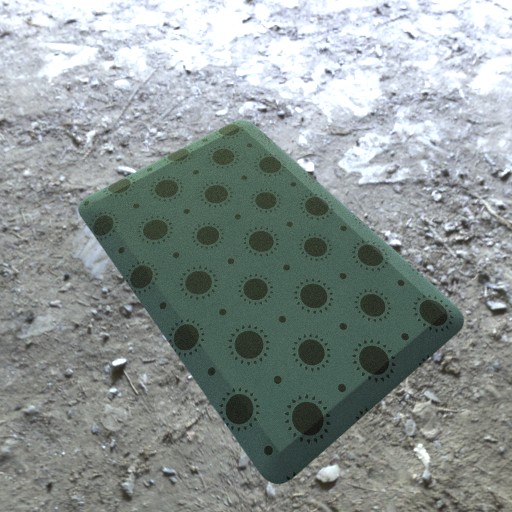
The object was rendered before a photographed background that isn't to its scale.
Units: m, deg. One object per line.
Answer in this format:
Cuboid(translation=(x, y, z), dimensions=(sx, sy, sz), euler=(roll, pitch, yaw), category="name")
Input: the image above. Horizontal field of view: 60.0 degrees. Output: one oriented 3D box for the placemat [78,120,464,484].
Cuboid(translation=(0.000, 0.000, 0.962), dimensions=(0.508, 0.021, 0.762), euler=(-33, 63, -19), category="placemat")
